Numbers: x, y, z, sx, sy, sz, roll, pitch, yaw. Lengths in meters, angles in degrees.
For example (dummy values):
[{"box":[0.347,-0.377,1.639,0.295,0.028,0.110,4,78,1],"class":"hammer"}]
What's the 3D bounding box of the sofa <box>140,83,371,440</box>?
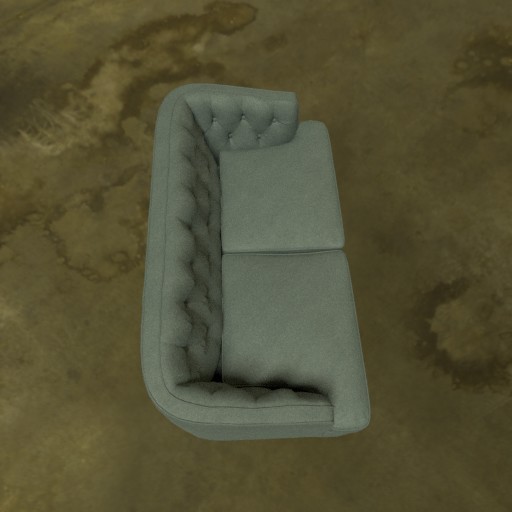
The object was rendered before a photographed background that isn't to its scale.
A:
[{"box":[0.000,0.000,2.284,0.941,0.855,1.733,-2,64,-1],"class":"sofa"}]
